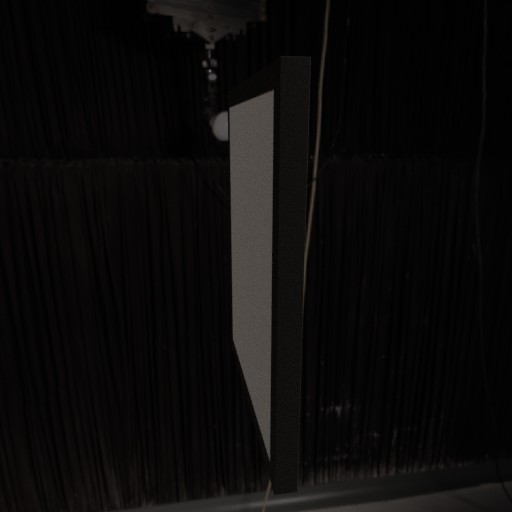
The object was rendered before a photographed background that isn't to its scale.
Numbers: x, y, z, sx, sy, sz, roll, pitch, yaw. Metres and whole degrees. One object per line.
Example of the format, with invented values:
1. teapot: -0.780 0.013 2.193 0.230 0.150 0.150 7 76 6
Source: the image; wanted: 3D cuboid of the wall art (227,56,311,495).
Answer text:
1. wall art: 0.000 0.000 0.545 0.024 0.404 0.329 -3 16 -10
